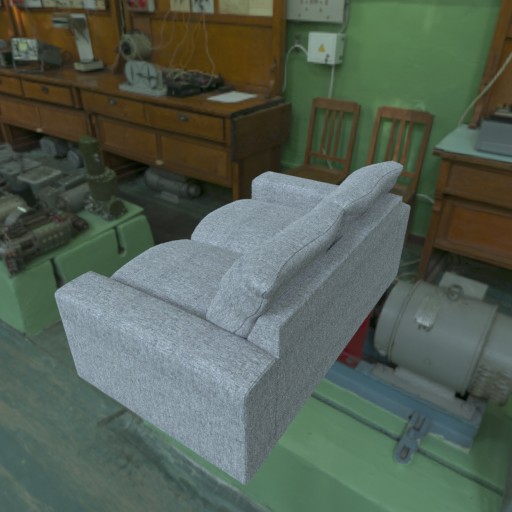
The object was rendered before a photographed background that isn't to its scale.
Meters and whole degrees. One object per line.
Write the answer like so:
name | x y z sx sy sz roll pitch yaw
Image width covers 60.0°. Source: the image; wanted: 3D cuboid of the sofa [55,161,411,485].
sofa | 0.000 0.000 2.377 1.094 0.877 1.758 19 37 28
